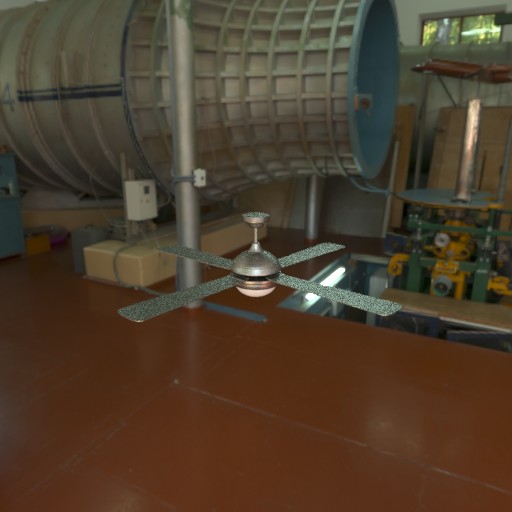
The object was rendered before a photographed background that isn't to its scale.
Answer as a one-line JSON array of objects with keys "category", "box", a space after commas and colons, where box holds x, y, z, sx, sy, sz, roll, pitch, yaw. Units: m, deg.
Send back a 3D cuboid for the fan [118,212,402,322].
[{"category": "fan", "box": [0.000, 0.000, 2.037, 1.321, 0.381, 1.321, -8, 18, -26]}]
